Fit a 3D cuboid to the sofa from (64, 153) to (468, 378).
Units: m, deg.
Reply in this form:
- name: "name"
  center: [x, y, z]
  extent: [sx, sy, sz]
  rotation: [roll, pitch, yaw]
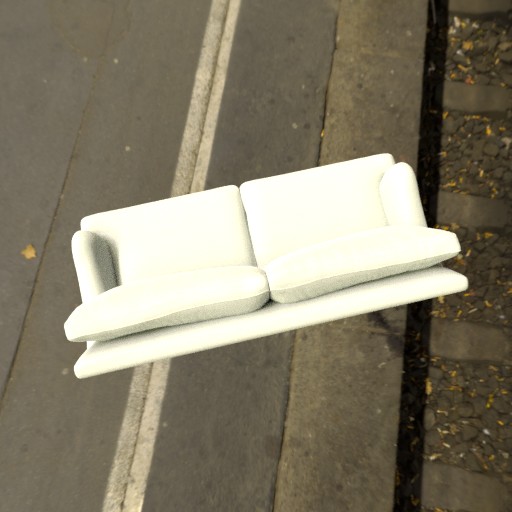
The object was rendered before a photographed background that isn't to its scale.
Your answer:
- name: "sofa"
  center: [0.000, 0.000, 2.857]
  extent: [2.193, 1.096, 1.069]
  rotation: [-12, 77, -3]
